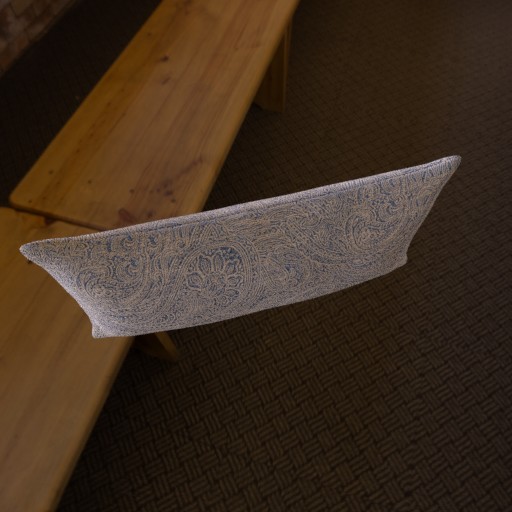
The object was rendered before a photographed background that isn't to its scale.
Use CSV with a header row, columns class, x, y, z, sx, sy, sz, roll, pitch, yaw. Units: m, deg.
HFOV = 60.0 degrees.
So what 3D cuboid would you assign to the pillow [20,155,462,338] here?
class,x,y,z,sx,sy,sz,roll,pitch,yaw
pillow,0.000,0.000,0.721,0.615,0.295,0.151,-13,59,-8
